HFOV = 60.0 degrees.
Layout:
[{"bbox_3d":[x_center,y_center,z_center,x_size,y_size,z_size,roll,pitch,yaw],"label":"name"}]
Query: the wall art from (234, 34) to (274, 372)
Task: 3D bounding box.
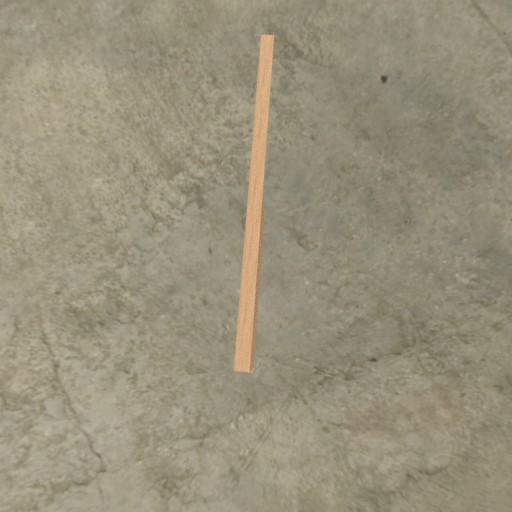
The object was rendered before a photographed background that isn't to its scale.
[{"bbox_3d":[0.000,0.000,0.788,0.016,0.611,0.401,4,75,1],"label":"wall art"}]
